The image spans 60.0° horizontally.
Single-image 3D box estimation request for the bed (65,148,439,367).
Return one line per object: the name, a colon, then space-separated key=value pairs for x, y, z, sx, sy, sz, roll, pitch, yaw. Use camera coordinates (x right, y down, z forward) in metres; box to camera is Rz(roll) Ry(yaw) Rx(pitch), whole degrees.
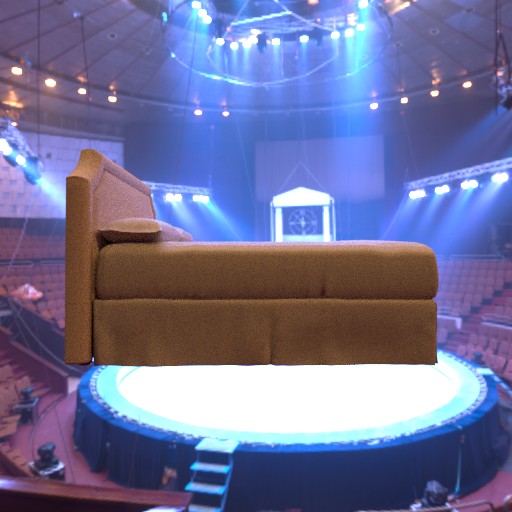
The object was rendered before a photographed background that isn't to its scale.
bed: x=0.000 y=0.000 z=3.369 sx=2.164 sy=1.297 sz=1.828 roll=0 pitch=0 yaw=0
